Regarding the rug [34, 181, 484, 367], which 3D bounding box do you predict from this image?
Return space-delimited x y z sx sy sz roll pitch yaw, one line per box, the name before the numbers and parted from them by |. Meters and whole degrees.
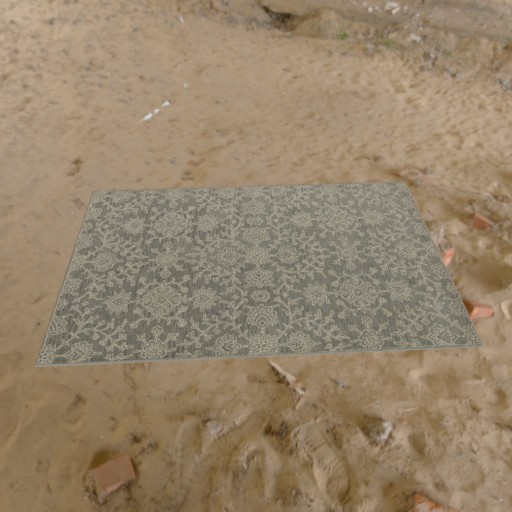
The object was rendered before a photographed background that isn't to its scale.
rug | 0.000 0.000 2.919 2.430 0.010 1.515 -2 46 -2
